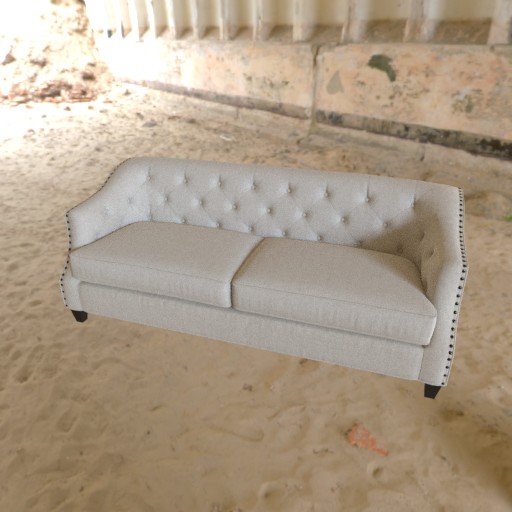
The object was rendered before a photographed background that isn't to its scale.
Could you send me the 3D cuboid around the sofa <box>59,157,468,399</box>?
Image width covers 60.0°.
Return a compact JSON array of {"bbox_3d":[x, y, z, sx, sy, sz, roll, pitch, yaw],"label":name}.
[{"bbox_3d":[0.000,0.000,2.680,2.235,0.901,0.914,8,28,16],"label":"sofa"}]
